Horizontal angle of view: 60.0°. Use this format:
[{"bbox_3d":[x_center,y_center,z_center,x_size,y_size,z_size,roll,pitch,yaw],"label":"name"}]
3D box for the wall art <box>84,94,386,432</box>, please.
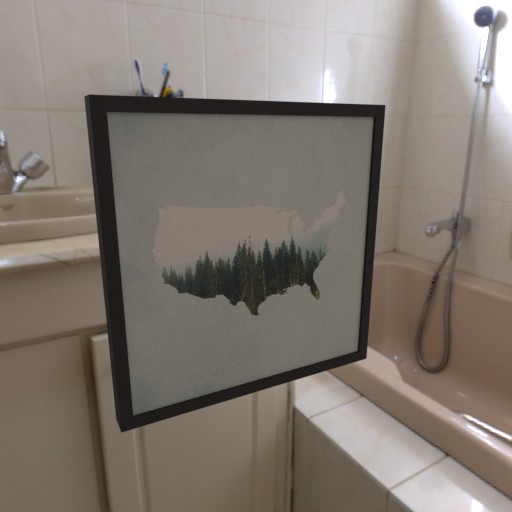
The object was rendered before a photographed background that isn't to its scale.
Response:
[{"bbox_3d":[0.000,0.000,0.771,0.509,0.509,0.040,-8,18,-27],"label":"wall art"}]
